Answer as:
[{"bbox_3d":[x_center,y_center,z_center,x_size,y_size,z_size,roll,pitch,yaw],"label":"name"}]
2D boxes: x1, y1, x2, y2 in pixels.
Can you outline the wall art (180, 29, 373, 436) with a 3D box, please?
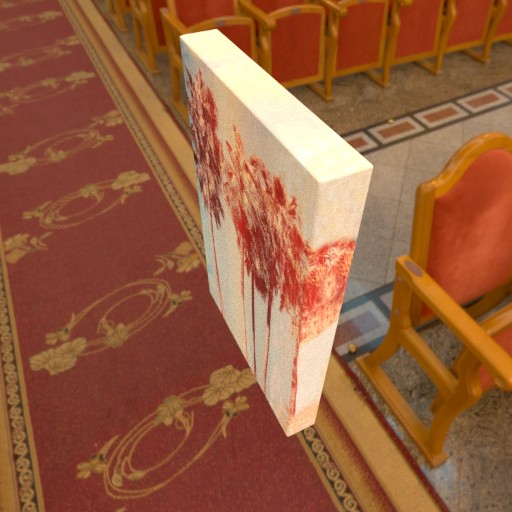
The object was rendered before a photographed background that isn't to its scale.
[{"bbox_3d":[0.000,0.000,0.480,0.039,0.380,0.251,-19,49,-18],"label":"wall art"}]
